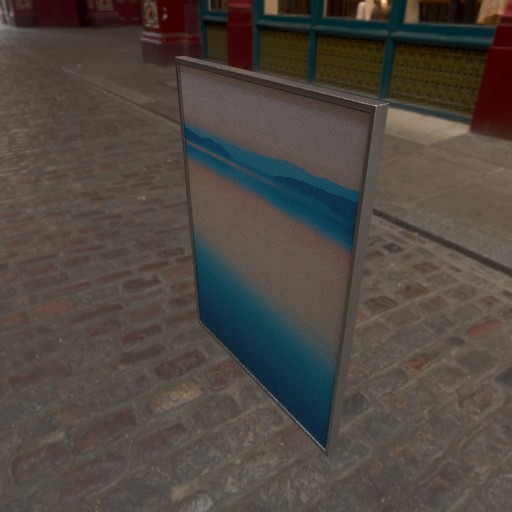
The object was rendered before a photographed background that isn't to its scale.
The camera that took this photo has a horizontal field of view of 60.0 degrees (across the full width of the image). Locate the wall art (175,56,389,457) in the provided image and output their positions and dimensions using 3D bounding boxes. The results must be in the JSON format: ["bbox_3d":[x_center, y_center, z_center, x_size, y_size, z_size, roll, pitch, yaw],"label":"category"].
[{"bbox_3d":[0.000,0.000,1.382,0.037,1.062,0.801,-21,37,-30],"label":"wall art"}]
